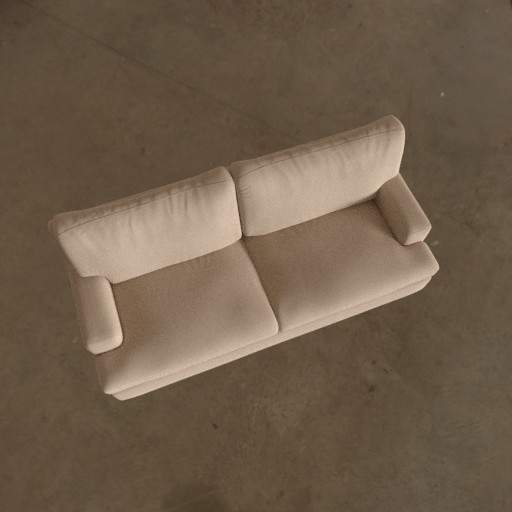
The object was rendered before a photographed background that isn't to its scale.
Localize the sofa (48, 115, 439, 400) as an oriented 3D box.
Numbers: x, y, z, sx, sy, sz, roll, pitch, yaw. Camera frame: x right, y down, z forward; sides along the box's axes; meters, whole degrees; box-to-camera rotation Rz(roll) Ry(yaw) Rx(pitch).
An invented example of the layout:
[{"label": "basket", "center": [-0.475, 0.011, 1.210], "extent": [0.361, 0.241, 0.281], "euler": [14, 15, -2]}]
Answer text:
[{"label": "sofa", "center": [0.000, 0.000, 2.678], "extent": [2.147, 0.925, 0.929], "euler": [-19, 65, -9]}]
